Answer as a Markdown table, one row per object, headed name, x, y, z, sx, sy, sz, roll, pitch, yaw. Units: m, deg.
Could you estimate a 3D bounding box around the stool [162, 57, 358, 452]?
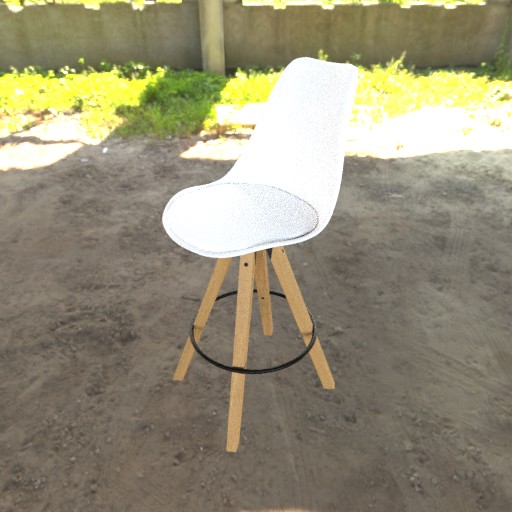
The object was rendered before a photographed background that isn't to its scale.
| name | x | y | z | sx | sy | sz | roll | pitch | yaw |
| --- | --- | --- | --- | --- | --- | --- | --- | --- | --- |
| stool | 0.000 | 0.000 | 1.417 | 0.549 | 1.115 | 0.482 | -21 | 37 | -30 |
